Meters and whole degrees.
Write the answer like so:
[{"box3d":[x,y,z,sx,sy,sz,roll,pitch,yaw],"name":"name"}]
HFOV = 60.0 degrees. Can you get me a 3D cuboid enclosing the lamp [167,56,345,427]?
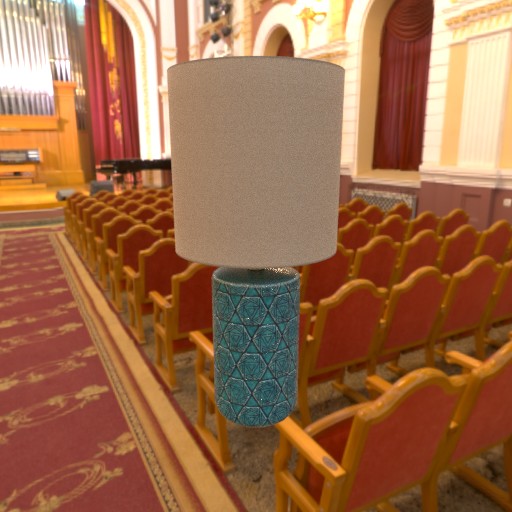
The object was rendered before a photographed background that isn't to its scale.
[{"box3d":[0.000,0.000,0.775,0.278,0.597,0.278,-7,15,-27],"name":"lamp"}]
